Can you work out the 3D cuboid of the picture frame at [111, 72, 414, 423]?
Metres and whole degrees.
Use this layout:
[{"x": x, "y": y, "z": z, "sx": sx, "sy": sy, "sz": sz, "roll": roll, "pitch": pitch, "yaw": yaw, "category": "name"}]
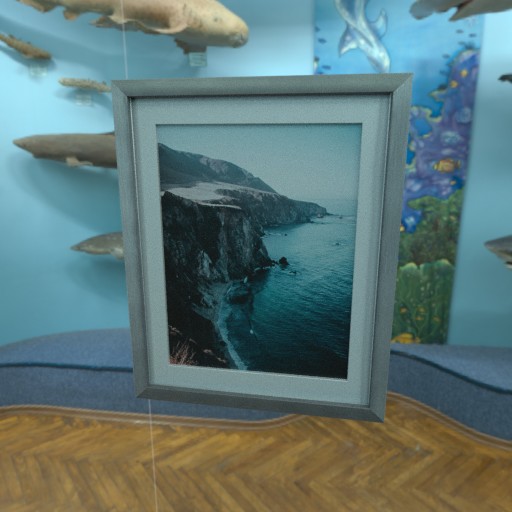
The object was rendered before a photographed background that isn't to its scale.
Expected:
[{"x": 0.000, "y": 0.000, "z": 0.740, "sx": 0.449, "sy": 0.555, "sz": 0.046, "roll": 3, "pitch": 15, "yaw": 9, "category": "picture frame"}]
